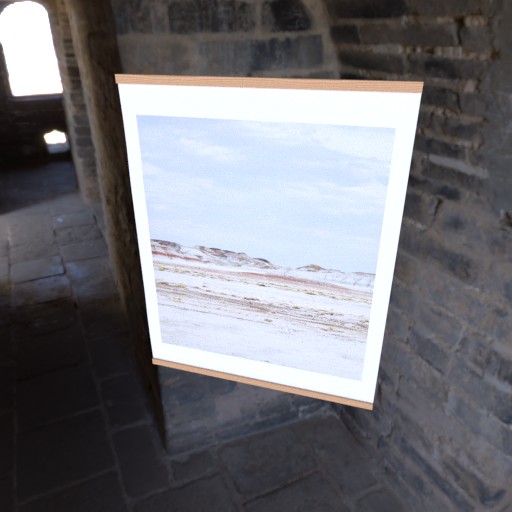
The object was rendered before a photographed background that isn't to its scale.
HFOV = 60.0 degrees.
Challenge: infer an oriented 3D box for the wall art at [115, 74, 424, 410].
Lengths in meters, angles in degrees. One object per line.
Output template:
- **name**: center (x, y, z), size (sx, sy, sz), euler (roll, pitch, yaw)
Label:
- **wall art**: center (0.000, 0.000, 0.677), size (0.404, 0.507, 0.010), euler (8, 27, 15)
